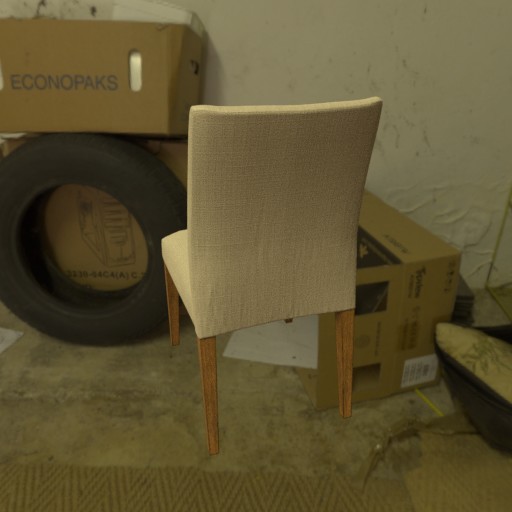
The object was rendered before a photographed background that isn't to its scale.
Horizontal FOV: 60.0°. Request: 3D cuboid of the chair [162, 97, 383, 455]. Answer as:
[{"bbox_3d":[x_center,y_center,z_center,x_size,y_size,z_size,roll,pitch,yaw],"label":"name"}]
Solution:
[{"bbox_3d":[0.000,0.000,1.323,0.496,0.940,0.585,-9,28,-17],"label":"chair"}]
